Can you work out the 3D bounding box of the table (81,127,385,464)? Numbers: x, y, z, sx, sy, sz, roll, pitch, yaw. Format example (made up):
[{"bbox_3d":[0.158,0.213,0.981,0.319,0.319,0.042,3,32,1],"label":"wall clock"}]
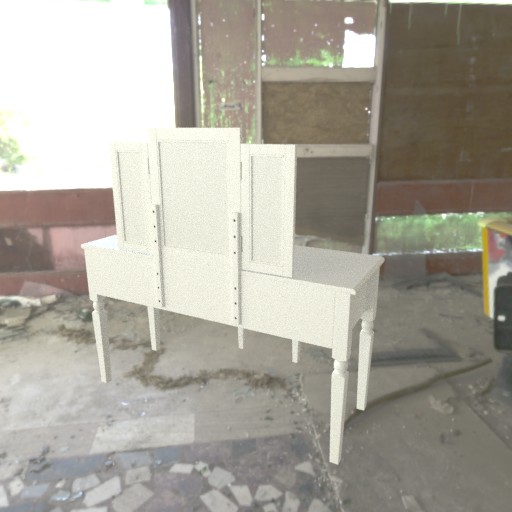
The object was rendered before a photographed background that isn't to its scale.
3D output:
[{"bbox_3d":[0.000,0.000,2.356,1.369,1.310,1.115,8,18,27],"label":"table"}]
